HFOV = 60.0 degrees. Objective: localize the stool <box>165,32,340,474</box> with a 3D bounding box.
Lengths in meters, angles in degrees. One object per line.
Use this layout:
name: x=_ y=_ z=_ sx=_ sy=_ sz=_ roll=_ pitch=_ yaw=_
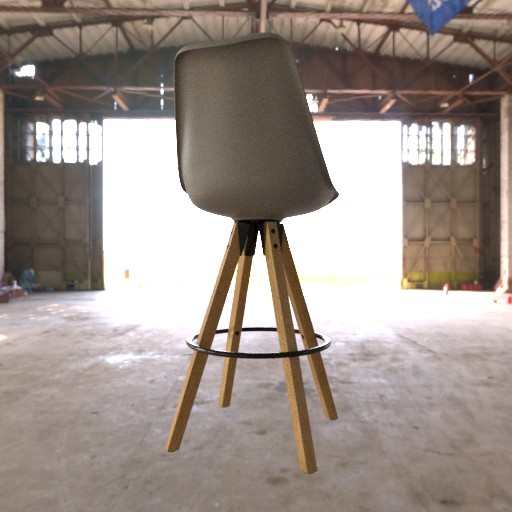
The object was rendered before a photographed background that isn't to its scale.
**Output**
stool: x=0.000 y=0.000 z=1.379 sx=0.485 sy=1.115 sz=0.550 roll=0 pitch=0 yaw=18
